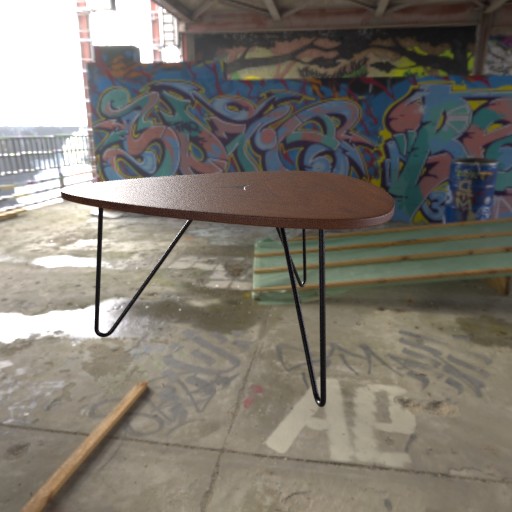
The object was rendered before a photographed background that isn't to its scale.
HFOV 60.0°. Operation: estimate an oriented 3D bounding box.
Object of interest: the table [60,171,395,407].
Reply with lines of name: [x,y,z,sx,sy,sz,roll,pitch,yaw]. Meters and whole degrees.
table: [0.000,0.000,1.272,0.833,0.413,0.821,9,19,28]
